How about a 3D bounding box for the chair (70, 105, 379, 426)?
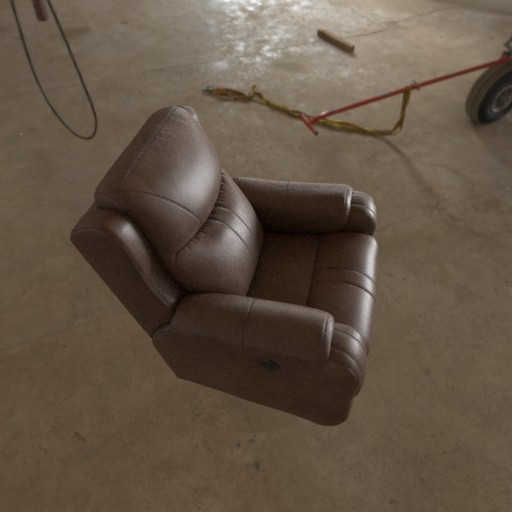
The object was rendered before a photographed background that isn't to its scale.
[{"bbox_3d":[0.000,0.000,1.837,1.067,0.990,0.940,10,49,9],"label":"chair"}]
